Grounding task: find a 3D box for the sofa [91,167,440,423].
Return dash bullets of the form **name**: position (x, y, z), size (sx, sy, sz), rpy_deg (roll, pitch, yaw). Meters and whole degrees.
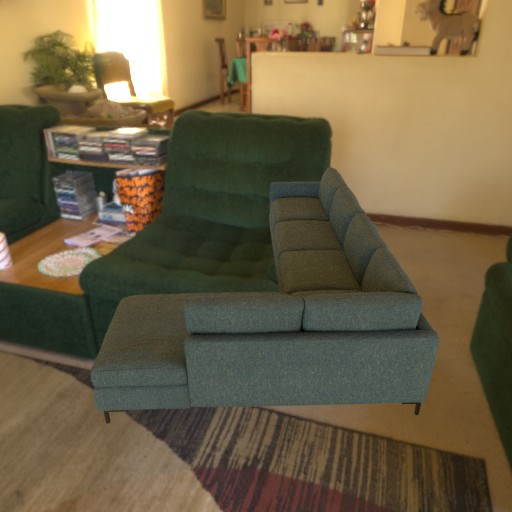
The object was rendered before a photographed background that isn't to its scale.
- **sofa**: position (0.000, 0.000, 3.837), size (2.007, 0.815, 2.949), rpy_deg (-1, 27, -1)
